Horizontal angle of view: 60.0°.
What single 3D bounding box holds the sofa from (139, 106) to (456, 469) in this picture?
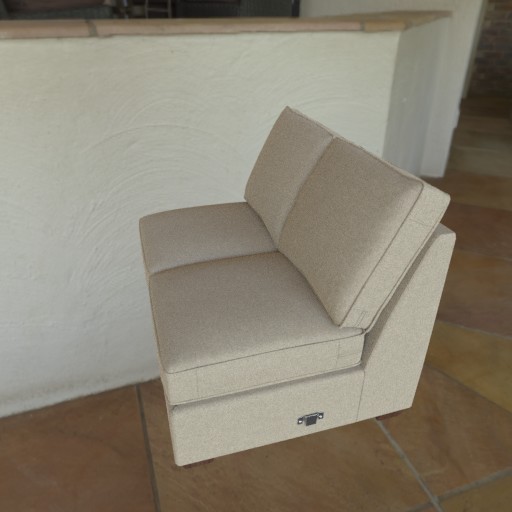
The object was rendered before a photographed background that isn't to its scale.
[{"bbox_3d":[0.000,0.000,1.931,0.951,1.008,1.237,-8,31,-14],"label":"sofa"}]
